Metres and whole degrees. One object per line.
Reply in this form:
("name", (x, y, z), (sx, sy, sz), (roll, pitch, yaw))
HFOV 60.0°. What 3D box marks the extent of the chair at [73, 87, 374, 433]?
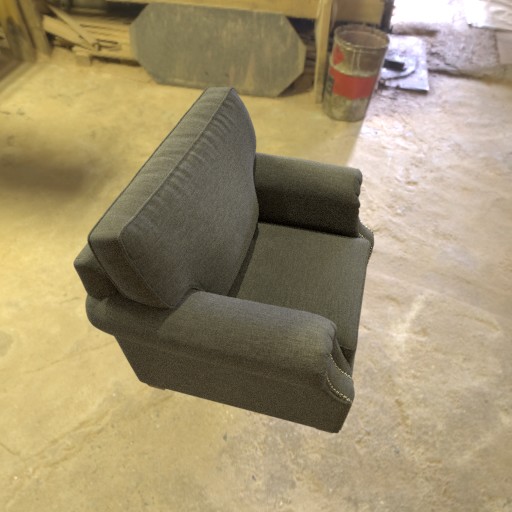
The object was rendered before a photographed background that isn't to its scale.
("chair", (0.000, 0.000, 1.825), (0.965, 0.961, 1.092), (11, 47, 11))
